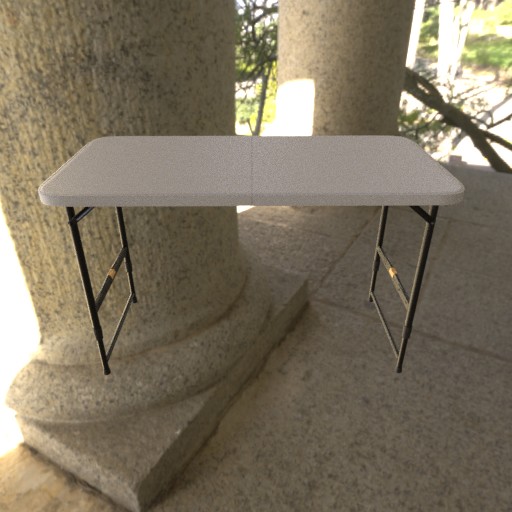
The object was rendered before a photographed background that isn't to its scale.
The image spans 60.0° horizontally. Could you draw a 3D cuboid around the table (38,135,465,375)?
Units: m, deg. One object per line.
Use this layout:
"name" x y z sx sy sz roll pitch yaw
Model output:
"table" 0.000 0.000 1.653 1.245 0.737 0.611 0 30 0
